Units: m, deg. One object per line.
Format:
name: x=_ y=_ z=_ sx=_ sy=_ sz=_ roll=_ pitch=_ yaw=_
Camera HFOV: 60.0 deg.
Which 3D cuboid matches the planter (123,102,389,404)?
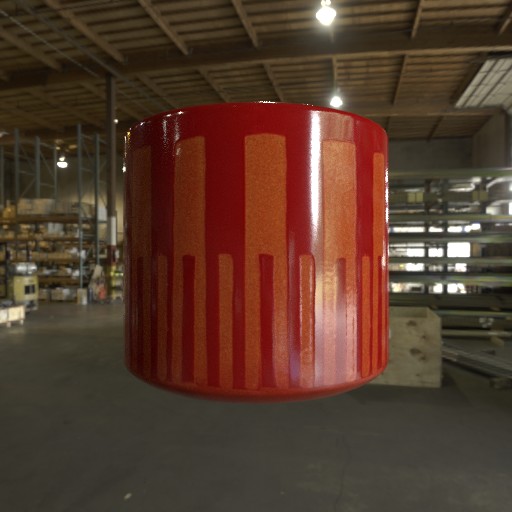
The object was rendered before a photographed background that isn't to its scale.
planter: x=0.000 y=0.000 z=0.401 sx=0.230 sy=0.202 sz=0.230 roll=0 pitch=0 yaw=0
